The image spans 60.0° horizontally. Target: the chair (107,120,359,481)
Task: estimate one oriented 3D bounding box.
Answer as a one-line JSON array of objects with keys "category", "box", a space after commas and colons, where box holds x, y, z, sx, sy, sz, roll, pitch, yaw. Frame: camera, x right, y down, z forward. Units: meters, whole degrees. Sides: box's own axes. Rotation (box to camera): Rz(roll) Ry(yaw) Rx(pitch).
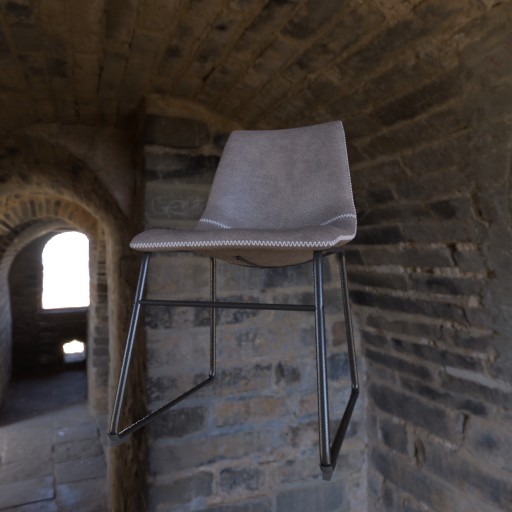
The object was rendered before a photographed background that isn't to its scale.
[{"category": "chair", "box": [0.000, 0.000, 1.085, 0.460, 0.780, 0.550, 0, 0, 18]}]
